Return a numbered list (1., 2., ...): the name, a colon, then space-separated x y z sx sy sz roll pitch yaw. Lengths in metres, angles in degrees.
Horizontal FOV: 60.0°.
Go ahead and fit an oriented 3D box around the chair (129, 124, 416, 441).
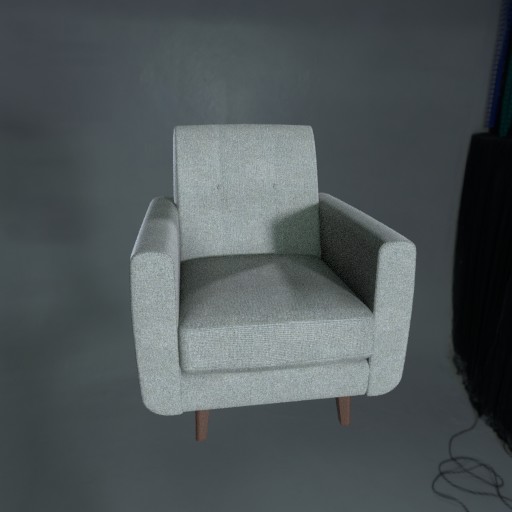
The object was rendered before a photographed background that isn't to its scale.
1. chair: 0.000 0.000 1.708 0.845 0.968 0.942 -3 17 -8
